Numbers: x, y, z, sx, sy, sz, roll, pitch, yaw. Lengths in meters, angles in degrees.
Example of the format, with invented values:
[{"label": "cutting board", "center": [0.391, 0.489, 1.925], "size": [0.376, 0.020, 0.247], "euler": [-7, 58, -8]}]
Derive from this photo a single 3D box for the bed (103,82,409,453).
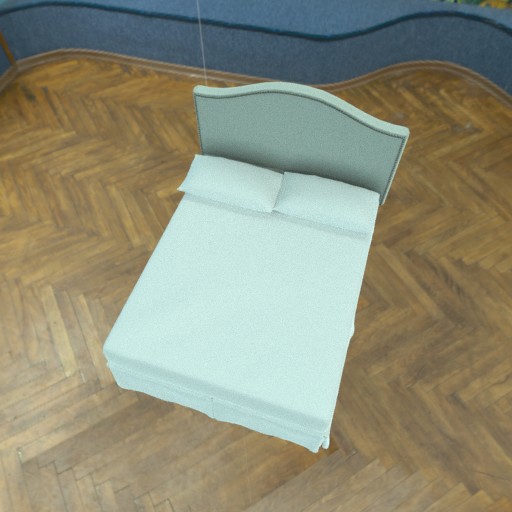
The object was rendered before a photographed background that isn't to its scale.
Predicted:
[{"label": "bed", "center": [0.000, 0.000, 3.425], "size": [1.813, 1.607, 2.180], "euler": [15, 58, 10]}]
